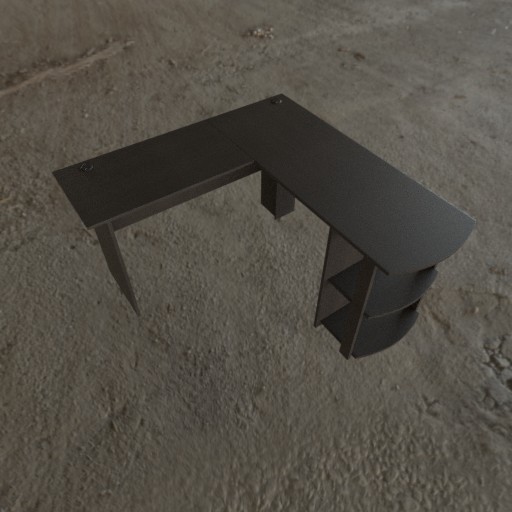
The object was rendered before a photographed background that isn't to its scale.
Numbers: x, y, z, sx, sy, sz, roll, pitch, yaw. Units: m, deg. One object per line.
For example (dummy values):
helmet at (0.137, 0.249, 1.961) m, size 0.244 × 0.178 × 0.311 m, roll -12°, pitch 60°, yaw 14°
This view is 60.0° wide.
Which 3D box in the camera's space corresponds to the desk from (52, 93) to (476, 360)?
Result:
desk at (0.000, 0.000, 2.135) m, size 1.303 × 0.716 × 1.361 m, roll -27°, pitch 52°, yaw -23°
